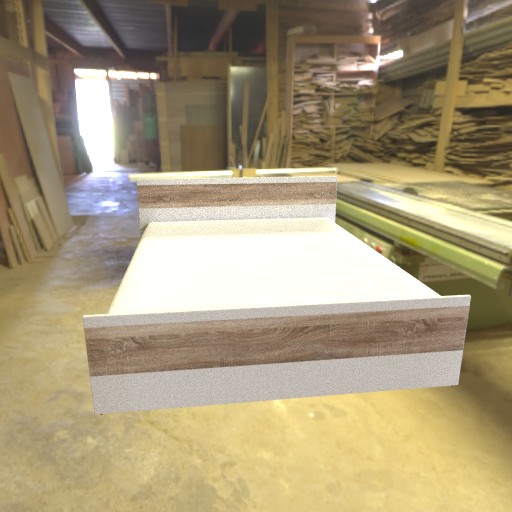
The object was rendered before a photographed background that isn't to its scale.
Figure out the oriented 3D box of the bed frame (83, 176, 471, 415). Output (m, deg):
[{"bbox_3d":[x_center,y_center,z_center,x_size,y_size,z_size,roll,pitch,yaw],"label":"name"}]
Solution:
[{"bbox_3d":[0.000,0.000,2.932,1.720,0.800,2.060,-2,17,-7],"label":"bed frame"}]
